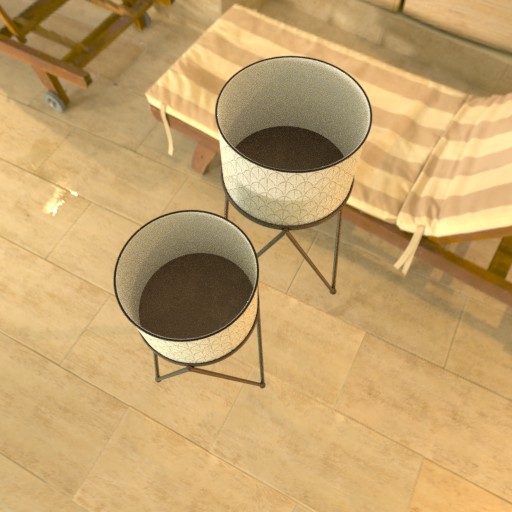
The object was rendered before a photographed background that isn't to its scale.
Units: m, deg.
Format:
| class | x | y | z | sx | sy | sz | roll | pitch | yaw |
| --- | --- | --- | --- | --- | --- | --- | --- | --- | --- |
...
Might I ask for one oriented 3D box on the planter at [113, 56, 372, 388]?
| class | x | y | z | sx | sy | sz | roll | pitch | yaw |
| --- | --- | --- | --- | --- | --- | --- | --- | --- | --- |
| planter | 0.000 | 0.000 | 1.177 | 0.413 | 0.712 | 0.769 | 30 | 67 | 14 |
